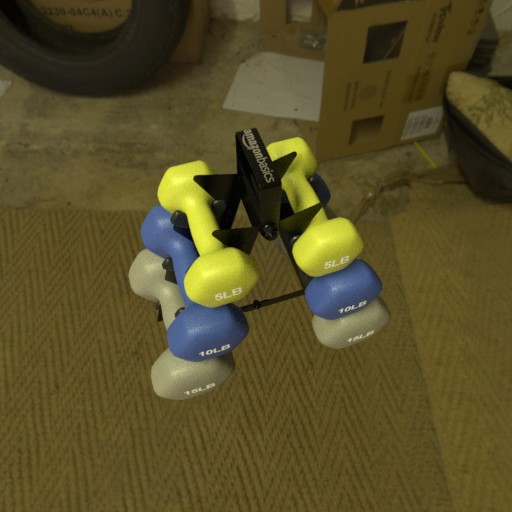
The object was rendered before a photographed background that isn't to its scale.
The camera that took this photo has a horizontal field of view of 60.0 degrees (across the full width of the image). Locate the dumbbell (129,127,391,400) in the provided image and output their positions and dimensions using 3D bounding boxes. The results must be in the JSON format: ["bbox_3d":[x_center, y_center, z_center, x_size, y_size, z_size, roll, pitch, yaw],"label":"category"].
[{"bbox_3d":[0.000,0.000,0.679,0.416,0.426,0.261,-16,59,-10],"label":"dumbbell"}]
